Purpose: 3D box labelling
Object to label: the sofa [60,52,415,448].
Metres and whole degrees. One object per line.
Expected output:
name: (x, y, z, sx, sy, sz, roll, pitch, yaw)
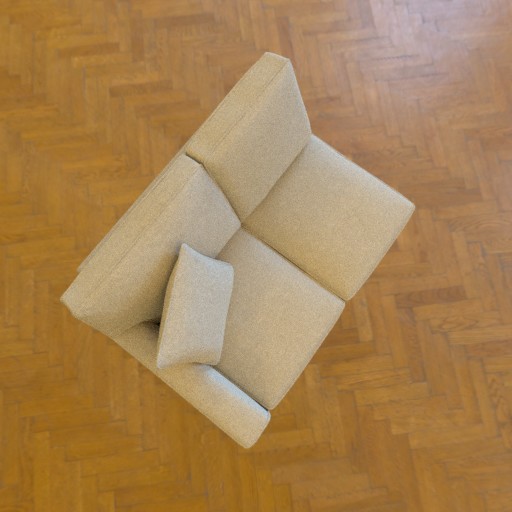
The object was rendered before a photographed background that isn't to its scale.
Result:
sofa: (0.000, 0.000, 2.116, 0.991, 0.989, 1.388, 36, 78, 9)
